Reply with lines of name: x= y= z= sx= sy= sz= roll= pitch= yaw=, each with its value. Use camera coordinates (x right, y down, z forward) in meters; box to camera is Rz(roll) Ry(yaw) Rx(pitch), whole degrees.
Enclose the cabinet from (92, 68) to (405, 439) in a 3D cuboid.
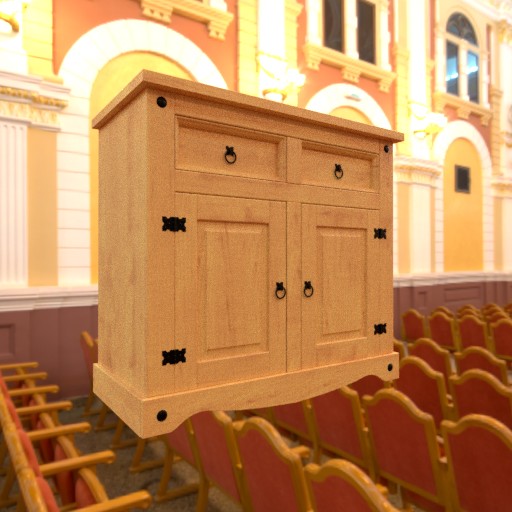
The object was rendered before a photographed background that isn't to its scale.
cabinet: x=0.000 y=0.000 z=1.439 sx=0.920 sy=0.840 sz=0.450 roll=0 pitch=0 yaw=-34
